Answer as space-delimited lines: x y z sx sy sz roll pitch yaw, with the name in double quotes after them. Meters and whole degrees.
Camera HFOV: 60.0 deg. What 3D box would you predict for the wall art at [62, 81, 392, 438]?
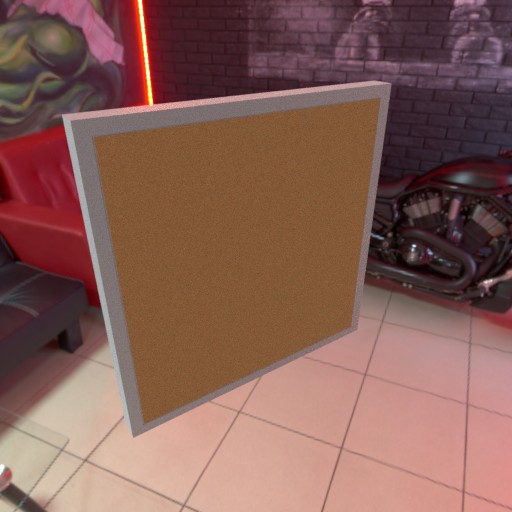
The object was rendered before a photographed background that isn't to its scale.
0.000 0.000 0.736 0.506 0.506 0.038 -18 34 -29 "wall art"
